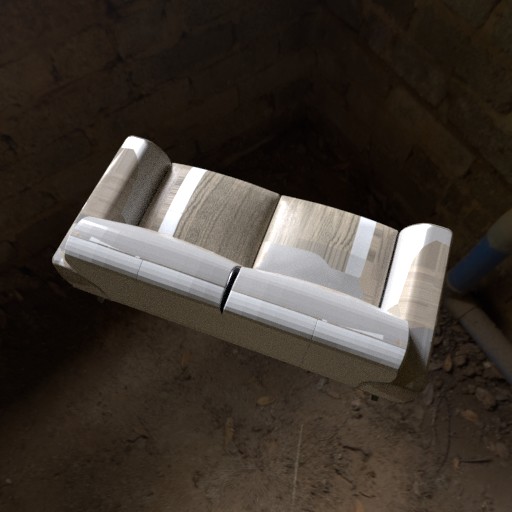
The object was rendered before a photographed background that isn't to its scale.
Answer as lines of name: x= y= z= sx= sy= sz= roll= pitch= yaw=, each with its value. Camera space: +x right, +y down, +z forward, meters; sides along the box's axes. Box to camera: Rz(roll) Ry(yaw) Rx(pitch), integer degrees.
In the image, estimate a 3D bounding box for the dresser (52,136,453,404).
dresser: x=0.000 y=0.000 z=5.845 sx=4.679 sy=1.863 sz=2.251 roll=18 pitch=66 yaw=8
